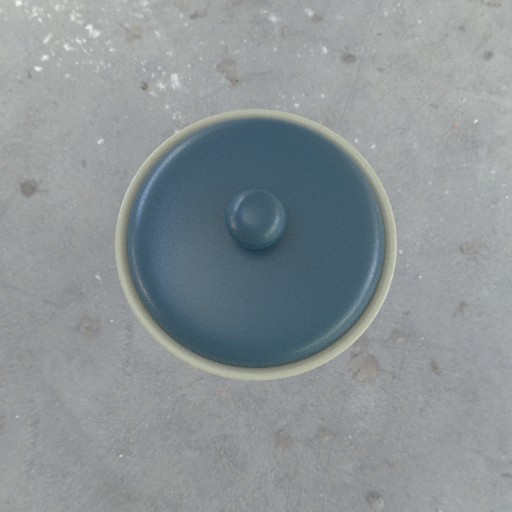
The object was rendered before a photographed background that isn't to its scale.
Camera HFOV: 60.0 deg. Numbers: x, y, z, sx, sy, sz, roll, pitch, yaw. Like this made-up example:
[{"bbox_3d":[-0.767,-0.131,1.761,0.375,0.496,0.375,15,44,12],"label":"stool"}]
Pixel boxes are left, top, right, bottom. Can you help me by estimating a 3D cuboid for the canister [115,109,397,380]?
[{"bbox_3d":[0.000,0.000,0.342,0.181,0.211,0.181,0,76,0],"label":"canister"}]
